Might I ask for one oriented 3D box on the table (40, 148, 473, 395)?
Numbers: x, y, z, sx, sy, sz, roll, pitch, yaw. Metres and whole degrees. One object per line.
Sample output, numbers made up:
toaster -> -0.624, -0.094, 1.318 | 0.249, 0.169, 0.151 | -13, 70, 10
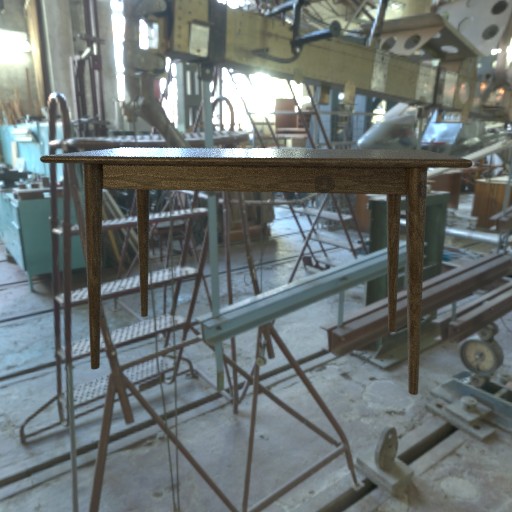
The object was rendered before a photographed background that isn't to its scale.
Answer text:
table -> 0.000, 0.000, 1.709 | 1.300, 0.780, 0.599 | 2, 16, 8
